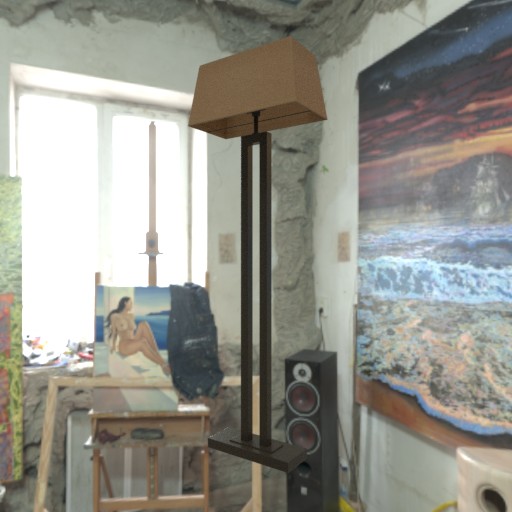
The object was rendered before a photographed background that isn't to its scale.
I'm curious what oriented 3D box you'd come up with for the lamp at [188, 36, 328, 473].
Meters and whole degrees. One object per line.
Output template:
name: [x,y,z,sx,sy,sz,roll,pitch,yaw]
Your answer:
lamp: [0.000,0.000,1.657,0.475,1.469,0.233,0,0,35]
